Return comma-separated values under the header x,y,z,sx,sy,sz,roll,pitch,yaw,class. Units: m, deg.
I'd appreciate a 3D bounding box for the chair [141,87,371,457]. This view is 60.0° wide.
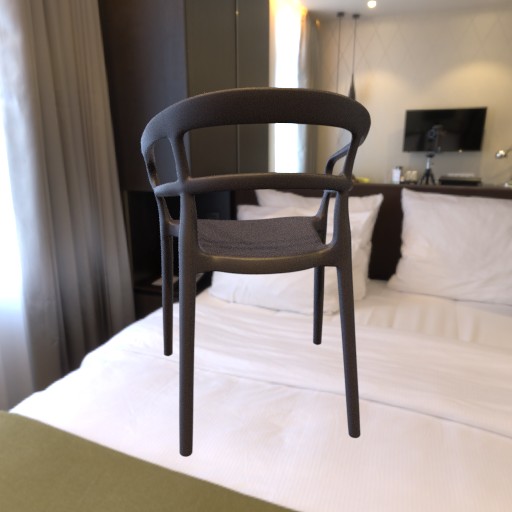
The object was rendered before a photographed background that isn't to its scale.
x,y,z,sx,sy,sz,roll,pitch,yaw,class
0.000,0.000,1.135,0.559,0.761,0.527,-2,15,-9,chair
